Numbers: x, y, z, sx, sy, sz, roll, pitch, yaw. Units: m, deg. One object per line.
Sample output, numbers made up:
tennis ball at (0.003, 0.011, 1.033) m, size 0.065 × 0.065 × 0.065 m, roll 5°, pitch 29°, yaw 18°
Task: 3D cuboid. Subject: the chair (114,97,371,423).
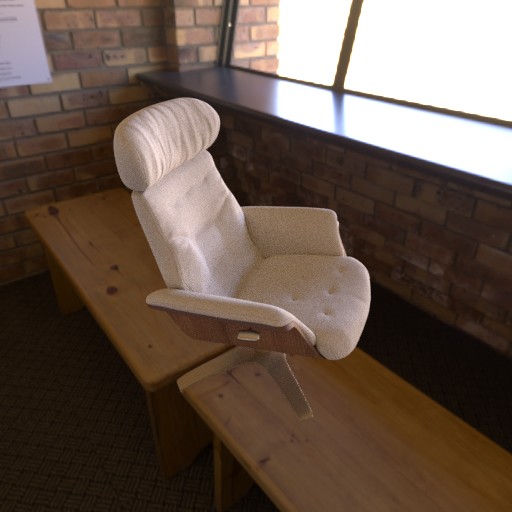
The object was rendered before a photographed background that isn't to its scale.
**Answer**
chair at (0.000, 0.000, 1.599) m, size 0.837 × 0.995 × 0.785 m, roll 11°, pitch 33°, yaw 17°
